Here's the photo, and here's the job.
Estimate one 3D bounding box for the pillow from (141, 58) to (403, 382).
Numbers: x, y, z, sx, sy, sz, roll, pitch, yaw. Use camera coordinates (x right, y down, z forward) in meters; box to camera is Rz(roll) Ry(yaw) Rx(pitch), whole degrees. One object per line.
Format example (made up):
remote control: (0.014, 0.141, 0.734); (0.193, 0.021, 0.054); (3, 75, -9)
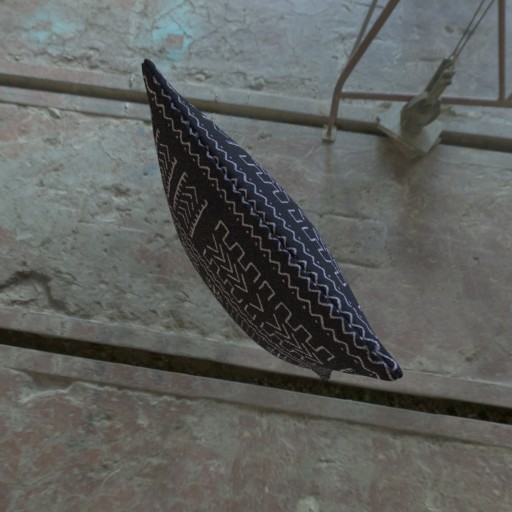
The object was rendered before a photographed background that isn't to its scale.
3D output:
pillow: (0.000, 0.000, 0.649); (0.164, 0.430, 0.438); (-36, 77, -9)
